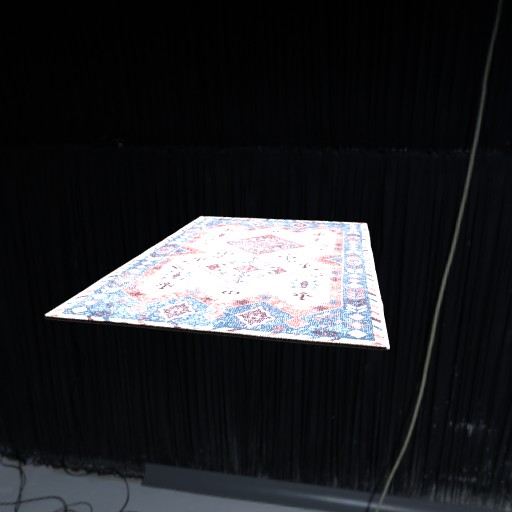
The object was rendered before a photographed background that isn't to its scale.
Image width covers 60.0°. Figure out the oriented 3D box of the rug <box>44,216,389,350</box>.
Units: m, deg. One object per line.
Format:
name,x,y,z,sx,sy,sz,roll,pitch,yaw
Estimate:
rug,0.000,0.000,2.360,1.225,0.015,1.840,3,17,11
